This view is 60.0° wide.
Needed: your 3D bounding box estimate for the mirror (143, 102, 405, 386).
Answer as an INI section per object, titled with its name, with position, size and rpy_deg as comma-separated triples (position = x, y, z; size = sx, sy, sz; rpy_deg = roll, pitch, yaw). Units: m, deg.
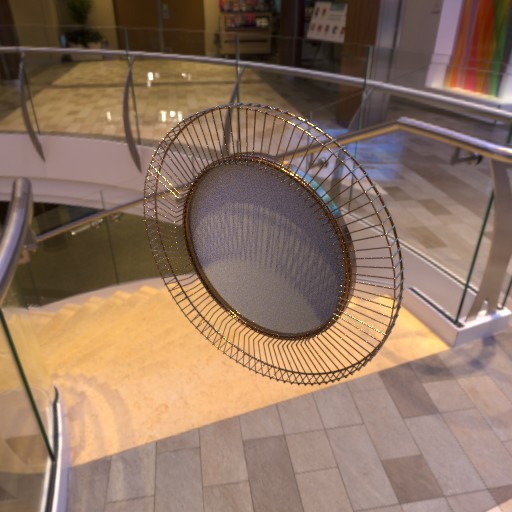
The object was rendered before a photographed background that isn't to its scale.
[mirror]
position = 0.000, 0.000, 1.065
size = 0.703, 0.703, 0.067
rpy_deg = 19, 35, 29
